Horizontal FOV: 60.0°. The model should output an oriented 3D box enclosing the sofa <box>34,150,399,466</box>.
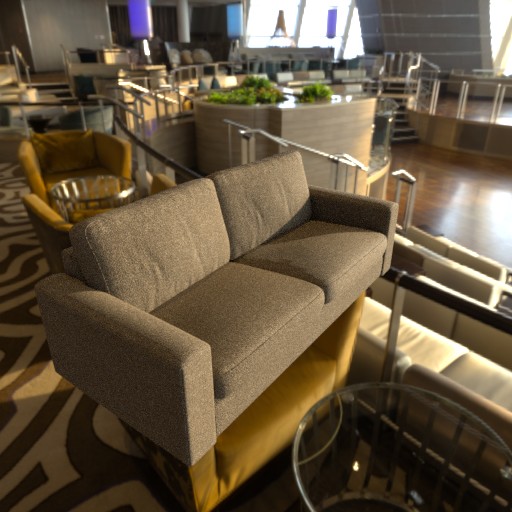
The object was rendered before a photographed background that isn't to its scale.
[{"bbox_3d":[0.000,0.000,2.658,1.016,0.873,2.179,18,31,32],"label":"sofa"}]
